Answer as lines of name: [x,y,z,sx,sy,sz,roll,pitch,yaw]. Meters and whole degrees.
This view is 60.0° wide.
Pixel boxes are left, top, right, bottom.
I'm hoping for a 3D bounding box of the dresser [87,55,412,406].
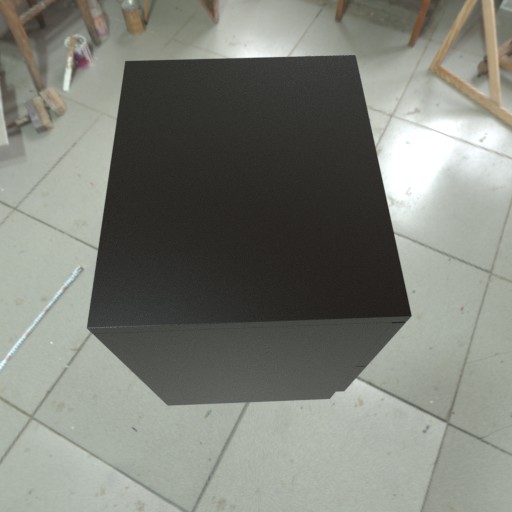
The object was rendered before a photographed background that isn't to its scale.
dresser: [0.000,0.000,0.754,0.360,0.470,0.400,-2,62,-1]
